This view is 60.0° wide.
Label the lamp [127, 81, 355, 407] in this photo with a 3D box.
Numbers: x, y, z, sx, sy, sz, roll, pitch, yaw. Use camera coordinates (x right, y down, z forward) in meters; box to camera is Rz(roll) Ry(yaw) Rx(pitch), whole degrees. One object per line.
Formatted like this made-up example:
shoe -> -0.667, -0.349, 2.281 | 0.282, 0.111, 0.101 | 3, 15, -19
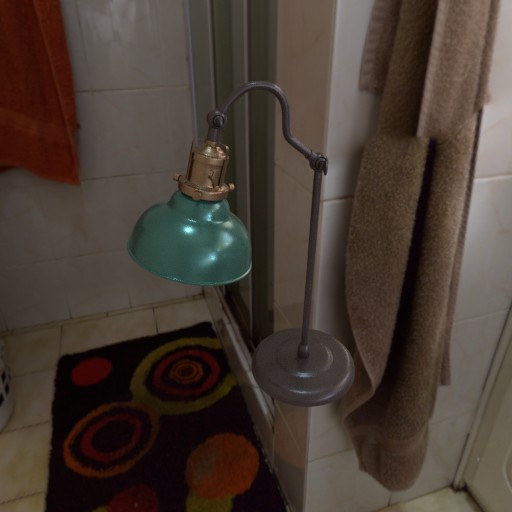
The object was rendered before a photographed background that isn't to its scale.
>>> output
lamp -> 0.000, 0.000, 0.684 | 0.374, 0.508, 0.192 | -8, 31, -14
